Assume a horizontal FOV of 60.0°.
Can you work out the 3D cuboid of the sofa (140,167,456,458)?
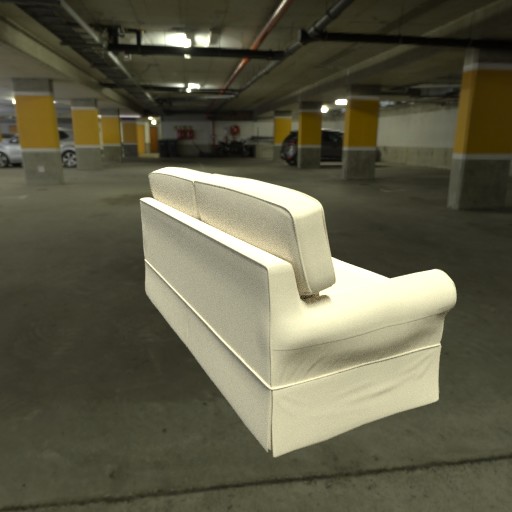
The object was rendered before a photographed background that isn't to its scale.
[{"bbox_3d":[0.000,0.000,2.480,0.862,0.937,2.021,-7,16,-25],"label":"sofa"}]
